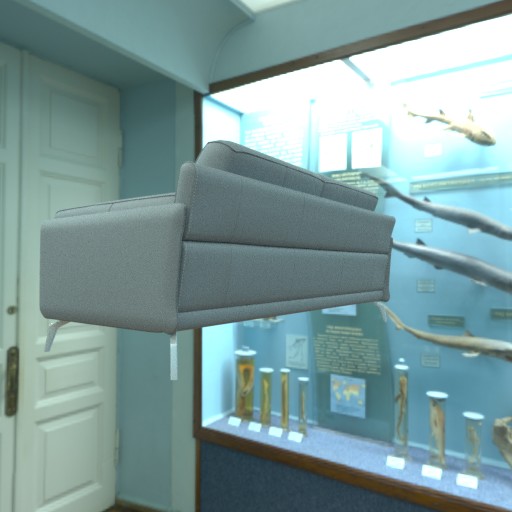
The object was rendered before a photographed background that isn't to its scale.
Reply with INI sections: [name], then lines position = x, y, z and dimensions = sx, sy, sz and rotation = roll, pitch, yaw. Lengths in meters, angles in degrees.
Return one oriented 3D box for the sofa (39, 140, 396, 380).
[sofa]
position = 0.000, 0.000, 2.565
dimensions = 0.969, 0.900, 2.100
rotation = -1, -2, 36
